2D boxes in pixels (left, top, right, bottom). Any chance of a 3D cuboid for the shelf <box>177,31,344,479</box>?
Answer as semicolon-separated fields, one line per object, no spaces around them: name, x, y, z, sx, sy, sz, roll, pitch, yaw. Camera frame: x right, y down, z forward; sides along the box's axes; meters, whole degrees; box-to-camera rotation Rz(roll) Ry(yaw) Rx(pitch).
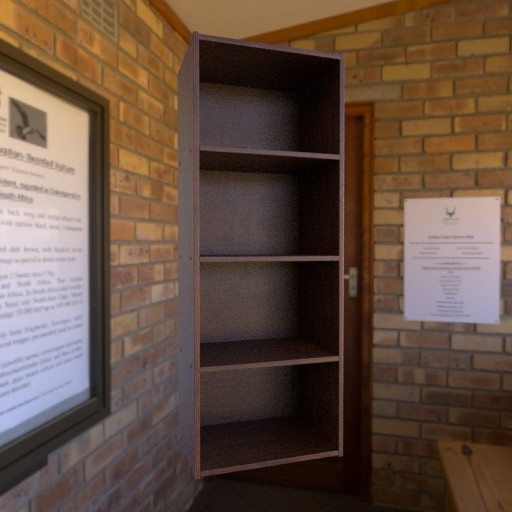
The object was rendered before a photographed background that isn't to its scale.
shelf;0.000;0.000;1.285;0.415;1.099;0.290;0;1;-18
